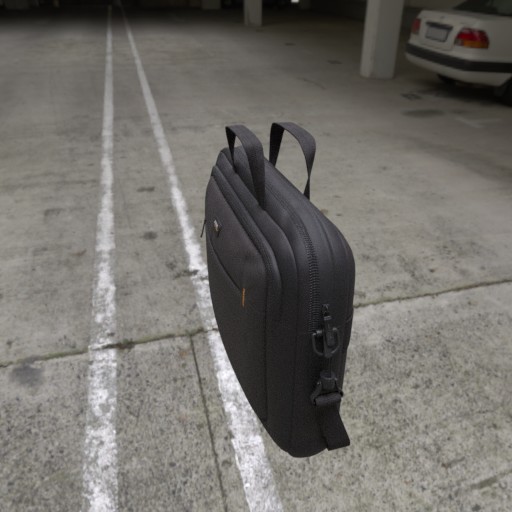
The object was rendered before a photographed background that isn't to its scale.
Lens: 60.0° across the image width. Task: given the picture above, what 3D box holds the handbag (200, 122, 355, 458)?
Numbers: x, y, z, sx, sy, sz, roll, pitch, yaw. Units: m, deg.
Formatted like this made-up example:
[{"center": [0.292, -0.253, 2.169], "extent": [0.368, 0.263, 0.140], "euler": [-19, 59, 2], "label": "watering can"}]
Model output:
[{"center": [0.000, 0.000, 0.427], "extent": [0.089, 0.244, 0.320], "euler": [-8, 30, -14], "label": "handbag"}]
